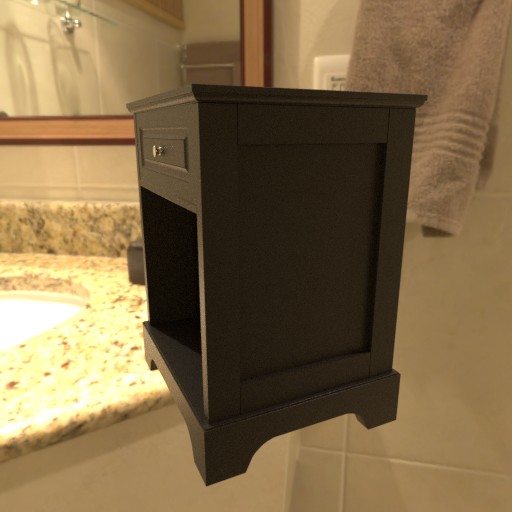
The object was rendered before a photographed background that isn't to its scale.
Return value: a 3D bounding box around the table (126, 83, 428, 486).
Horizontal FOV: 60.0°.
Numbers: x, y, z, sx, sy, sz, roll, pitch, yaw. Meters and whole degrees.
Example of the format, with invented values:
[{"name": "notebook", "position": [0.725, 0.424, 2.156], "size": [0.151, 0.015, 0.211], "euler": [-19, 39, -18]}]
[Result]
[{"name": "table", "position": [0.000, 0.000, 0.915], "size": [0.399, 0.610, 0.460], "euler": [-7, 17, -25]}]
